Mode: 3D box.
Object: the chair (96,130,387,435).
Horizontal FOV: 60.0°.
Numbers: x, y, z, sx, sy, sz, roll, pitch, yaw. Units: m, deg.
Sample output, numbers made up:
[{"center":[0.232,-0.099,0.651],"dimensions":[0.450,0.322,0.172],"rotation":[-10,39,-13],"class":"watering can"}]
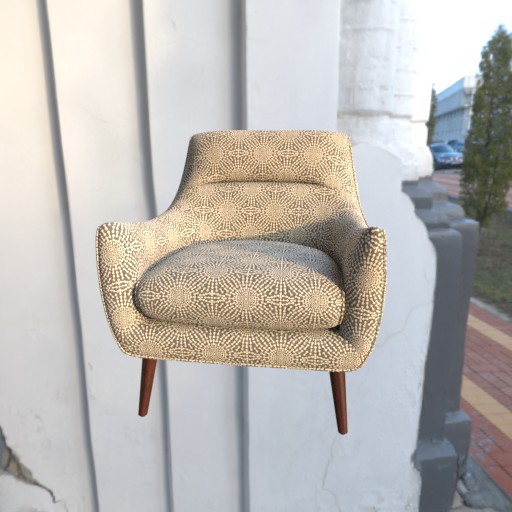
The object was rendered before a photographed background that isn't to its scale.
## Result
[{"center":[0.000,0.000,1.506],"dimensions":[0.762,0.838,0.787],"rotation":[2,15,8],"class":"chair"}]
